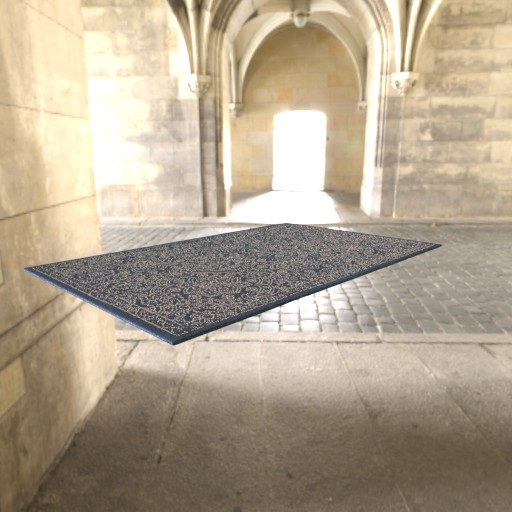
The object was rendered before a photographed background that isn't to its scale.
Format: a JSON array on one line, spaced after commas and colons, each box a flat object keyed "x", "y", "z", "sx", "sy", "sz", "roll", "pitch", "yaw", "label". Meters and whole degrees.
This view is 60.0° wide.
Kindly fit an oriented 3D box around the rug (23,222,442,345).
[{"x": 0.000, "y": 0.000, "z": 2.986, "sx": 1.526, "sy": 0.015, "sz": 2.441, "roll": 13, "pitch": 18, "yaw": 43, "label": "rug"}]
